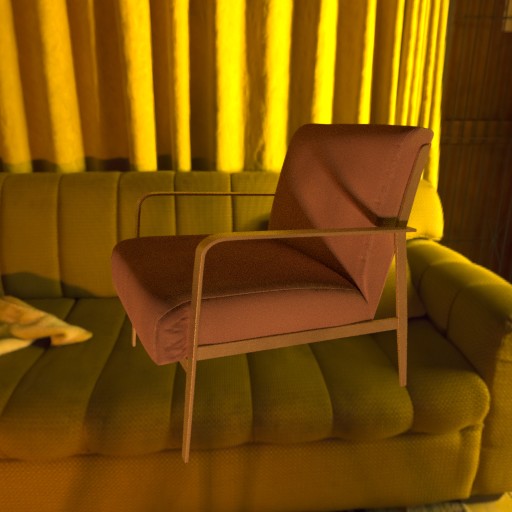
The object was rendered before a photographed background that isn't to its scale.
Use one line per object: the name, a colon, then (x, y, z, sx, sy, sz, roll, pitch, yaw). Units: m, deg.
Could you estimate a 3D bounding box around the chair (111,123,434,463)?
chair: (0.000, 0.000, 1.443, 0.848, 0.823, 0.701, -8, 19, -25)
